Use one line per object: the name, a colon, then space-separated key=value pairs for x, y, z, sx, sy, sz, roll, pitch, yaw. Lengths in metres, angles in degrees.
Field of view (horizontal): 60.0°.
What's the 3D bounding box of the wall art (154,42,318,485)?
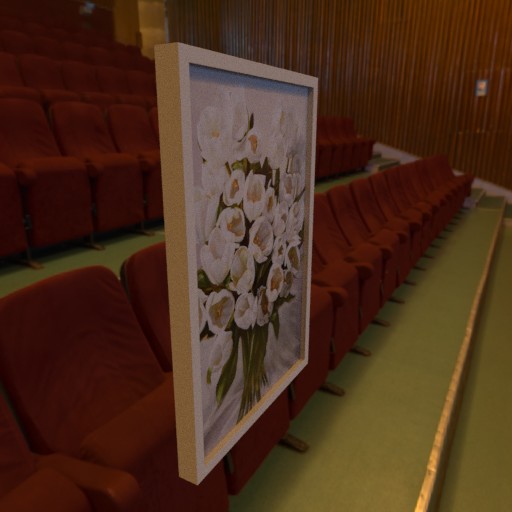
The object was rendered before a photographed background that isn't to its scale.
wall art: x=0.000 y=0.000 z=0.538 sx=0.025 sy=0.428 sz=0.293 roll=9 pitch=18 yaw=28
